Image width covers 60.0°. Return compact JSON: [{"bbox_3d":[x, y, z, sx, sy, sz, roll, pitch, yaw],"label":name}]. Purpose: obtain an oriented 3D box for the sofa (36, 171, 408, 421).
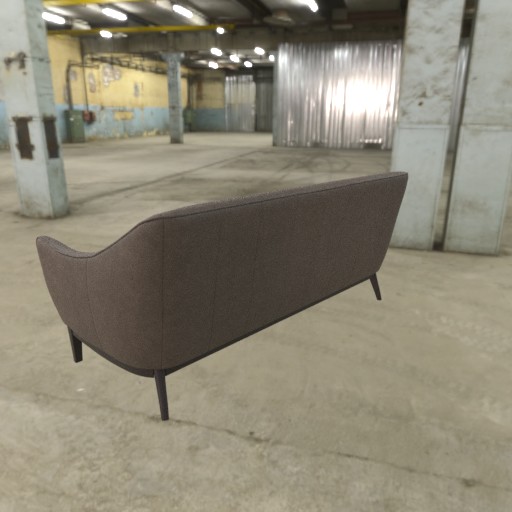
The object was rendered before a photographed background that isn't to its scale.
[{"bbox_3d":[0.000,0.000,2.360,0.869,0.831,1.928,16,23,42],"label":"sofa"}]
